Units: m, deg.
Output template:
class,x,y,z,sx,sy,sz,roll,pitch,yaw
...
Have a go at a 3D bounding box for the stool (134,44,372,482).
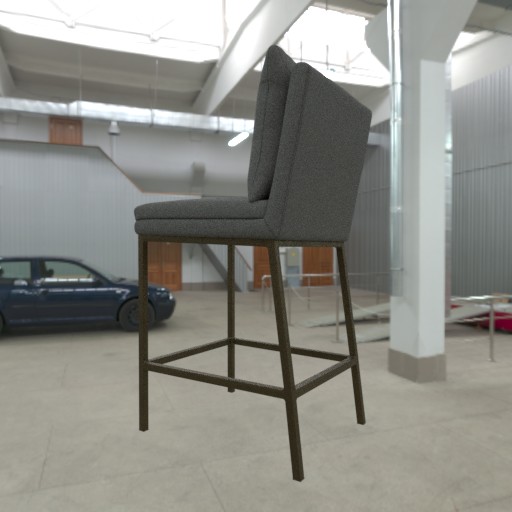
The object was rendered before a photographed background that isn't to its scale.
class,x,y,z,sx,sy,sz,roll,pitch,yaw
stool,0.000,0.000,1.334,0.569,1.030,0.463,1,1,34
